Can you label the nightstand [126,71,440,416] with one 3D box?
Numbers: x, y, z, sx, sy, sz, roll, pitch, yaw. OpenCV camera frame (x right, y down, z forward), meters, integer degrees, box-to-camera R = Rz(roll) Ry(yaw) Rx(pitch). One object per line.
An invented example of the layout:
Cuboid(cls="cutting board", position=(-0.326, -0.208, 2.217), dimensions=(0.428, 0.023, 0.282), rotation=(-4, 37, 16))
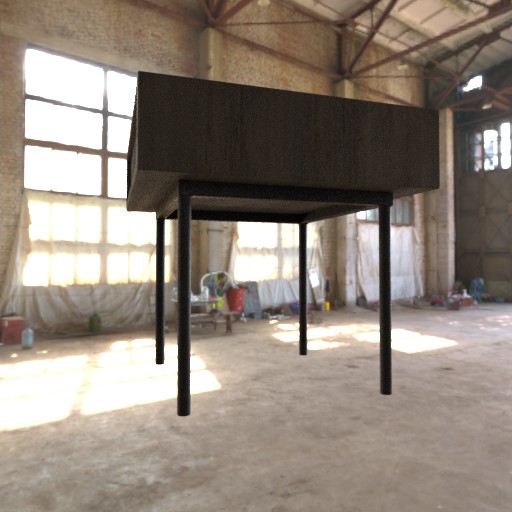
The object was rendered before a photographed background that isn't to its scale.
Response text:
Cuboid(cls="nightstand", position=(0.000, 0.000, 0.917), dimensions=(0.503, 0.497, 0.502), rotation=(0, -1, -18))
